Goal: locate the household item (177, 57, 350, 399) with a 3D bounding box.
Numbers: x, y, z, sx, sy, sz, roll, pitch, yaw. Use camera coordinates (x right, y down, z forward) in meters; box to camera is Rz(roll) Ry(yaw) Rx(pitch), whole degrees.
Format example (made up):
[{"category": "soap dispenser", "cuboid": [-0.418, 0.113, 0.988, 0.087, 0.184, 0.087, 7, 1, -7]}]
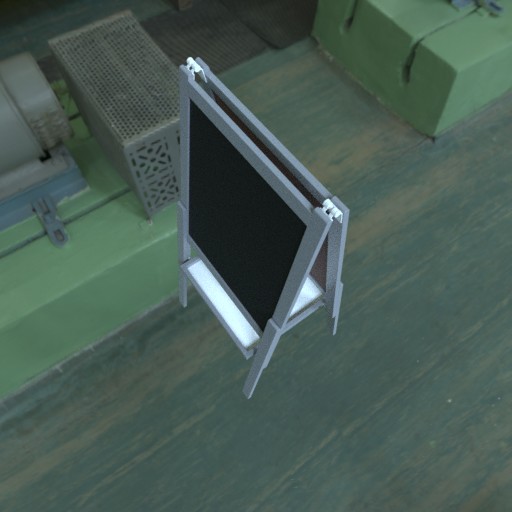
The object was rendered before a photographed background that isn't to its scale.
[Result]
[{"category": "household item", "cuboid": [0.000, 0.000, 1.448, 0.469, 1.172, 0.531, -33, 67, -16]}]
